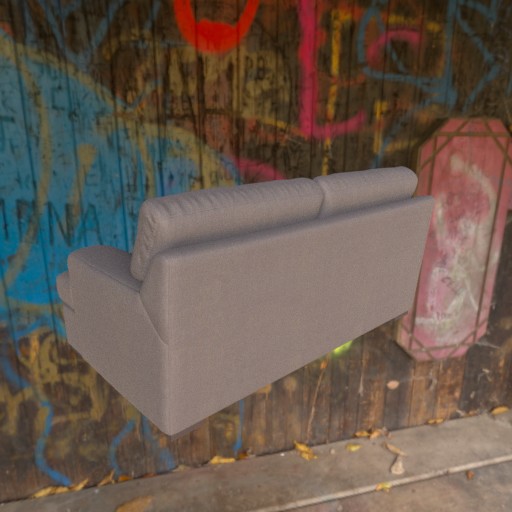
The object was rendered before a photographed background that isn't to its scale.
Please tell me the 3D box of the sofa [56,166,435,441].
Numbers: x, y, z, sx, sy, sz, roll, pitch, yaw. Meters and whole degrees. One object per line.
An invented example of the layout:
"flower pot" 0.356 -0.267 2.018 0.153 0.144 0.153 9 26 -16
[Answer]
"sofa" 0.000 0.000 2.466 1.880 0.940 1.143 -15 22 -40
